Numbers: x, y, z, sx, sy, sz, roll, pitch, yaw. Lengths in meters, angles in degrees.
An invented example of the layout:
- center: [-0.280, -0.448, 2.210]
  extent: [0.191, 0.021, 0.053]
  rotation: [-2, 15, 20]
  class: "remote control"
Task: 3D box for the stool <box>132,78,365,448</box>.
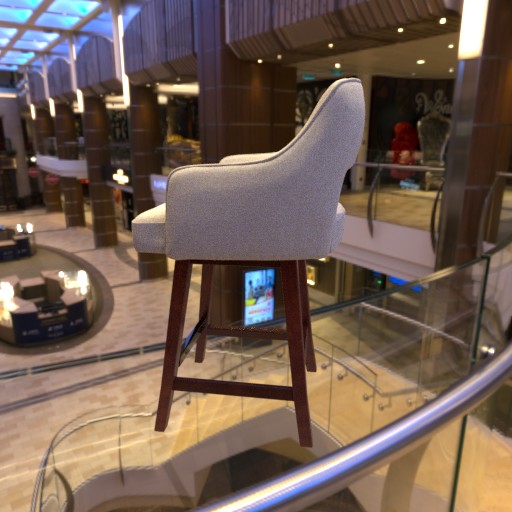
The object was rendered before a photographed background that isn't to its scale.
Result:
- center: [0.000, 0.000, 1.286]
  extent: [0.560, 0.936, 0.550]
  rotation: [2, 16, 9]
  class: "stool"
